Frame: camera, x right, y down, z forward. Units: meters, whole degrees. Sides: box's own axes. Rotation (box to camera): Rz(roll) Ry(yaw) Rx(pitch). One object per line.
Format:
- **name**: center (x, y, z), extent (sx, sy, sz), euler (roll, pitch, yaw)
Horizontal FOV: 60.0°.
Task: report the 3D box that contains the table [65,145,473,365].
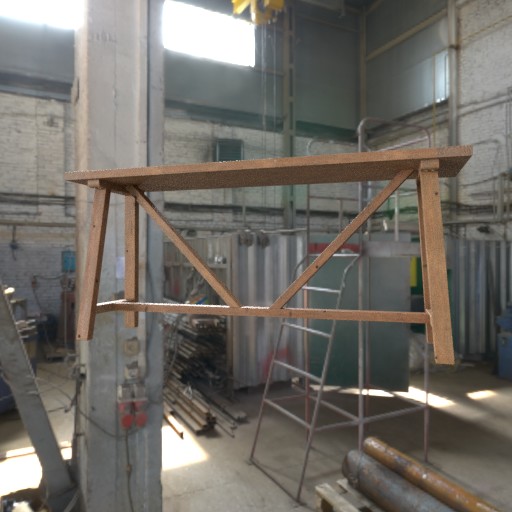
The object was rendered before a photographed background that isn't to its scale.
- **table**: center (0.000, 0.000, 2.106), extent (1.800, 0.810, 0.465), euler (0, 0, 17)
